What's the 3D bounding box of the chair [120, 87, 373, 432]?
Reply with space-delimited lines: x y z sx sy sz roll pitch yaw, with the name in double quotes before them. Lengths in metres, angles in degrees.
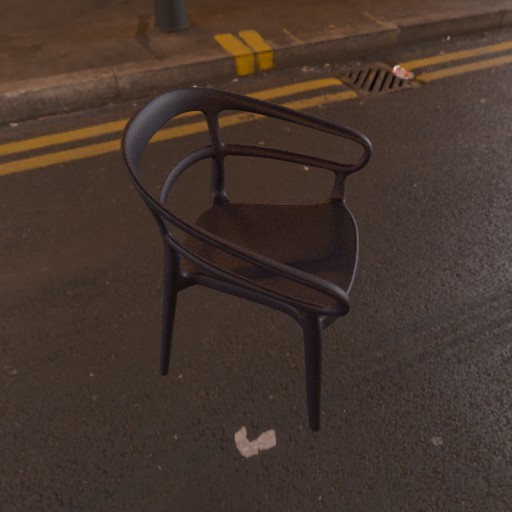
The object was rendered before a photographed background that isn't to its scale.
"chair" 0.000 0.000 1.174 0.527 0.761 0.559 11 47 10
